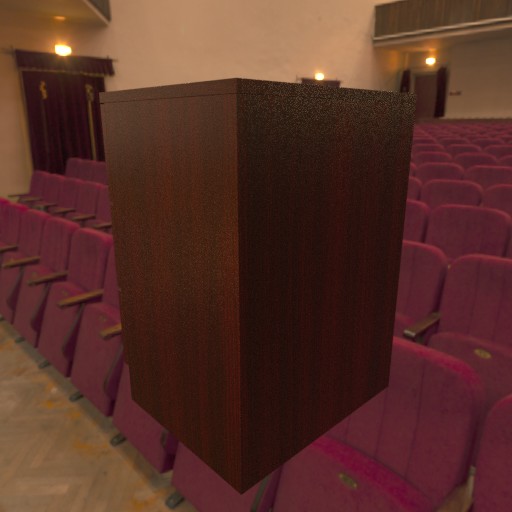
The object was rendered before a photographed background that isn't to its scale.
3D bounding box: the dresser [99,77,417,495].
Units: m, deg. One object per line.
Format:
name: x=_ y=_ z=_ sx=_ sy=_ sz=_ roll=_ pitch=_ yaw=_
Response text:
dresser: x=0.000 y=0.000 z=0.813 sx=0.400 sy=0.560 sz=0.360 roll=-15 pitch=22 yaw=-41
